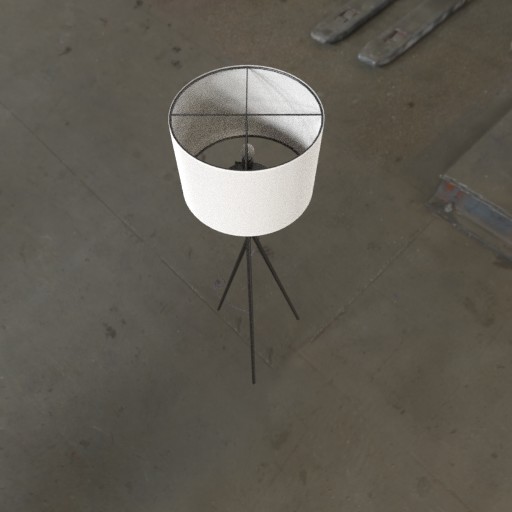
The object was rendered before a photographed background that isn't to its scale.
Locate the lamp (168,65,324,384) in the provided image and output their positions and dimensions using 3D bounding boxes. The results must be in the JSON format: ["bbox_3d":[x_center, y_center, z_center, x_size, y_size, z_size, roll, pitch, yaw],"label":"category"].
[{"bbox_3d":[0.000,0.000,1.935,0.522,1.624,0.667,0,58,0],"label":"lamp"}]
